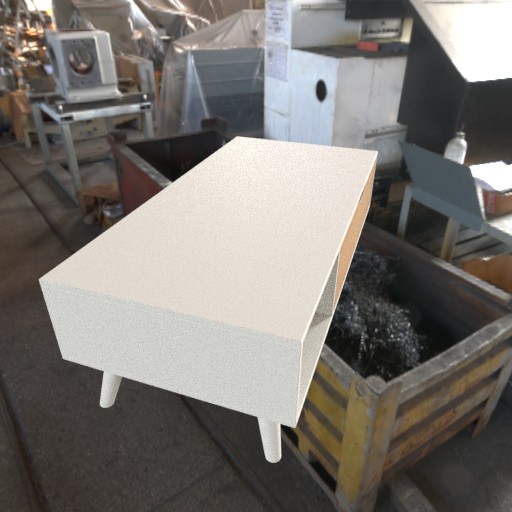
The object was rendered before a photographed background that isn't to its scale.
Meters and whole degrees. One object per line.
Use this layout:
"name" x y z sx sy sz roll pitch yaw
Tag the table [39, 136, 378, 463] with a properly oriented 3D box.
"table" 0.000 0.000 1.500 0.609 0.432 1.194 11 33 17
